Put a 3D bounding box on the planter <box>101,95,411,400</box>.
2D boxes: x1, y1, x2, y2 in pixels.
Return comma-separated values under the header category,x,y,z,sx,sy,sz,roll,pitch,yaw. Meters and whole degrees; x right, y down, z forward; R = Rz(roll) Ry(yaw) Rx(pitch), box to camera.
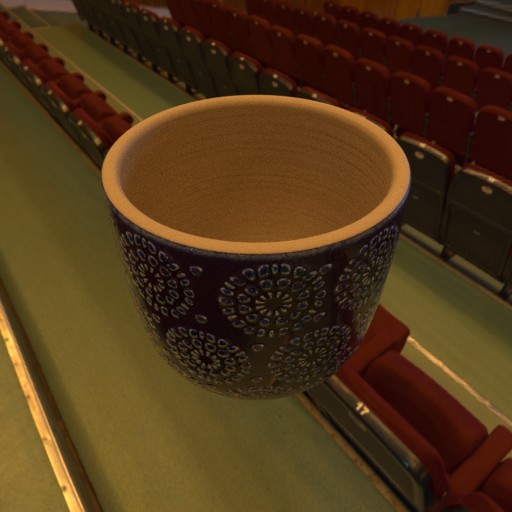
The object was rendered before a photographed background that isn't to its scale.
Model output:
category,x,y,z,sx,sy,sz,roll,pitch,yaw
planter,0.000,0.000,0.288,0.165,0.149,0.165,0,42,0
